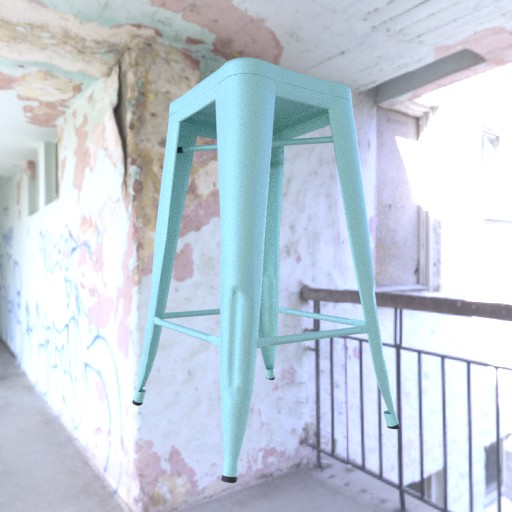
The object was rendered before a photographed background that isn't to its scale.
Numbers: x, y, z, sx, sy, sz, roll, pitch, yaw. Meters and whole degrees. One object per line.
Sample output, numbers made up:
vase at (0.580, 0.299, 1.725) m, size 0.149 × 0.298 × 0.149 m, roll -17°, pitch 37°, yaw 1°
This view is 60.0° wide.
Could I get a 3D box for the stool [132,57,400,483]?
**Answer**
stool at (0.000, 0.000, 0.847) m, size 0.359 × 0.609 × 0.399 m, roll 0°, pitch 0°, yaw -34°
